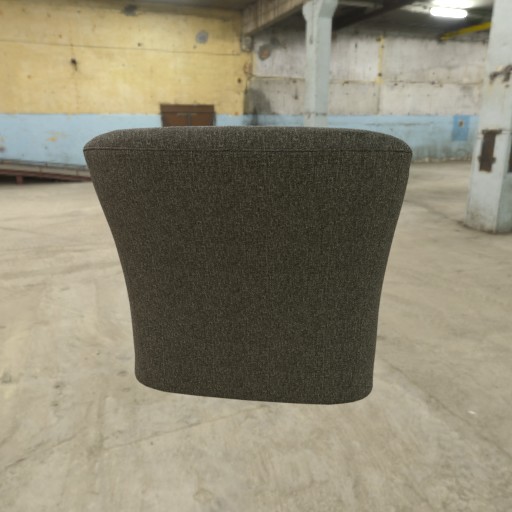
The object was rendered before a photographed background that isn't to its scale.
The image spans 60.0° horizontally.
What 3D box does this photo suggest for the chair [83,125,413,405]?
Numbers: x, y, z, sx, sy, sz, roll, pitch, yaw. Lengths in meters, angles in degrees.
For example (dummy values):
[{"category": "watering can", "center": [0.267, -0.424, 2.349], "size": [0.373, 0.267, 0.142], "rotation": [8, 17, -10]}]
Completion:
[{"category": "chair", "center": [0.000, 0.000, 1.538], "size": [0.864, 0.856, 0.923], "rotation": [2, 16, 7]}]
